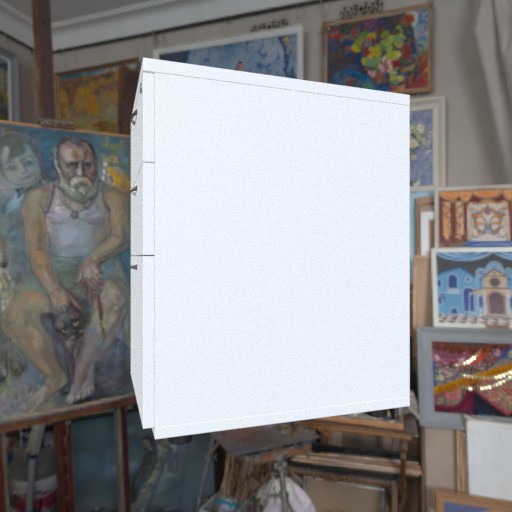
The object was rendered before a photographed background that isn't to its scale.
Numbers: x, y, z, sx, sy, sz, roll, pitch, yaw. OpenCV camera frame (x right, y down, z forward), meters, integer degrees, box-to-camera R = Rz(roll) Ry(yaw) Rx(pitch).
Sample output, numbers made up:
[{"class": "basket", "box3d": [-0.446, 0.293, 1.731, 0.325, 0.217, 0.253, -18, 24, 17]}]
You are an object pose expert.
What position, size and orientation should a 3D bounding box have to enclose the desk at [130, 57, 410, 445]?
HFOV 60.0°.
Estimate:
[{"class": "desk", "box3d": [0.000, 0.000, 1.098, 0.600, 0.730, 0.404, 0, 0, -19]}]
